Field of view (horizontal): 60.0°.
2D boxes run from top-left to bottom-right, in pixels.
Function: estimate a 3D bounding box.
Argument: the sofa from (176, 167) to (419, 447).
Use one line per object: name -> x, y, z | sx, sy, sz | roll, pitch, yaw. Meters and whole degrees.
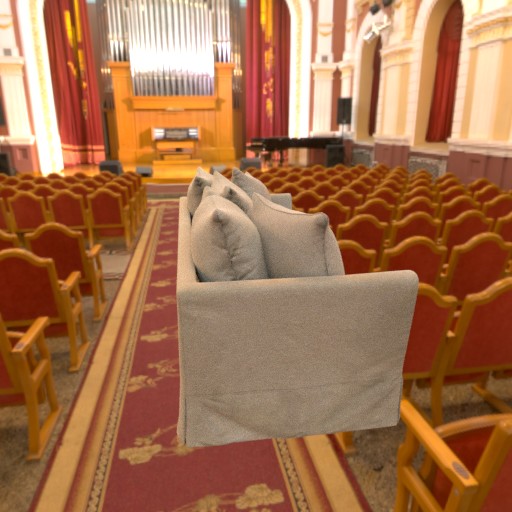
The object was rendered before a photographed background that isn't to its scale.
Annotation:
sofa -> 0.000, 0.000, 2.846 | 1.031, 1.034, 2.290 | -3, 17, -9
